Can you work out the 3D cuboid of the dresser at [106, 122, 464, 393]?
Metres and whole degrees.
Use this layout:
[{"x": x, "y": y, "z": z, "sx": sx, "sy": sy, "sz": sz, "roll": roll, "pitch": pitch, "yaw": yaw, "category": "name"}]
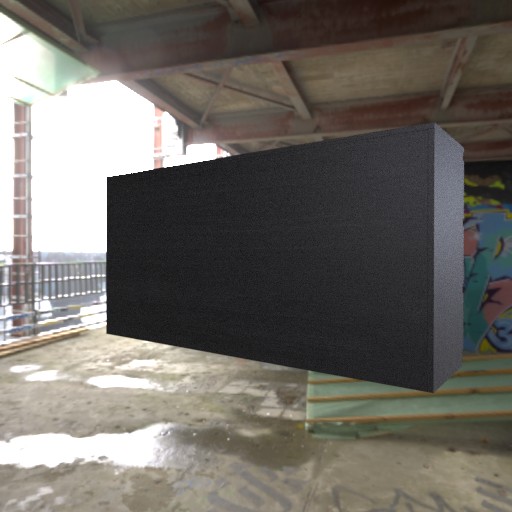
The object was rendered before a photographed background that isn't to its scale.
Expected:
[{"x": 0.000, "y": 0.000, "z": 1.931, "sx": 1.590, "sy": 0.795, "sz": 0.400, "roll": 0, "pitch": 1, "yaw": 36, "category": "dresser"}]
